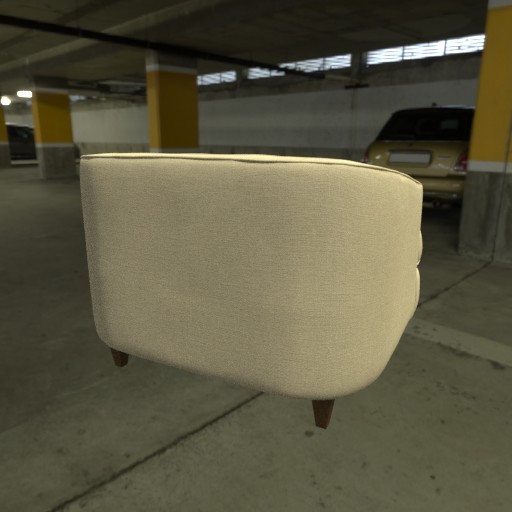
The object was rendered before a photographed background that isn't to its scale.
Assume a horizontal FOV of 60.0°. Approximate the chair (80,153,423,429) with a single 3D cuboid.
[{"bbox_3d":[0.000,0.000,1.688,1.118,0.787,0.914,8,17,26],"label":"chair"}]
